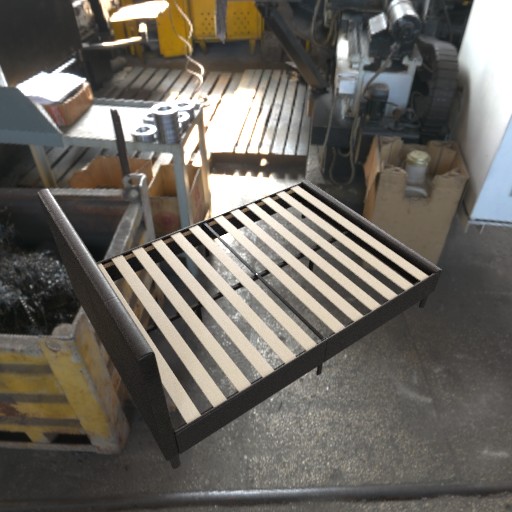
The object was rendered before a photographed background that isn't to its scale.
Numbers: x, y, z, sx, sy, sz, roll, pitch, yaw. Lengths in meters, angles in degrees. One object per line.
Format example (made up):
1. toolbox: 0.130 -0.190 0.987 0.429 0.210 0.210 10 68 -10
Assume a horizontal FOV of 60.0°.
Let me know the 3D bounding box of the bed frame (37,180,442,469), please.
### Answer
1. bed frame: 0.000 0.000 2.979 2.152 1.046 1.469 -25 47 -26
